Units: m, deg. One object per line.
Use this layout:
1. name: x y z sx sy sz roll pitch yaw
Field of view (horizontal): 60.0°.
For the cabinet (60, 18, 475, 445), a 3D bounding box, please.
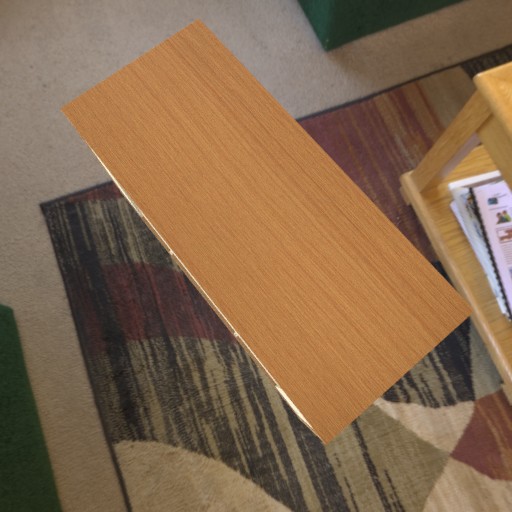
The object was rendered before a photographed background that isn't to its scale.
1. cabinet: 0.000 0.000 1.585 0.470 1.016 1.057 -38 78 -10
